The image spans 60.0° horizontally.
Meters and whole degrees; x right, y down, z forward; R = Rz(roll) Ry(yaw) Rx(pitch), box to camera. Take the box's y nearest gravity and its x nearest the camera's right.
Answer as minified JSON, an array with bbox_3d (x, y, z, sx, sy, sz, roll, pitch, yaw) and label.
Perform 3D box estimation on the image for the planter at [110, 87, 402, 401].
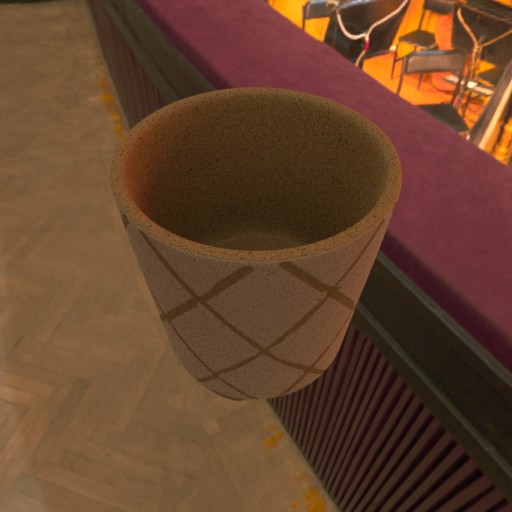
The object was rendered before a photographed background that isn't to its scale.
[{"bbox_3d":[0.000,0.000,0.368,0.191,0.199,0.191,0,47,0],"label":"planter"}]
